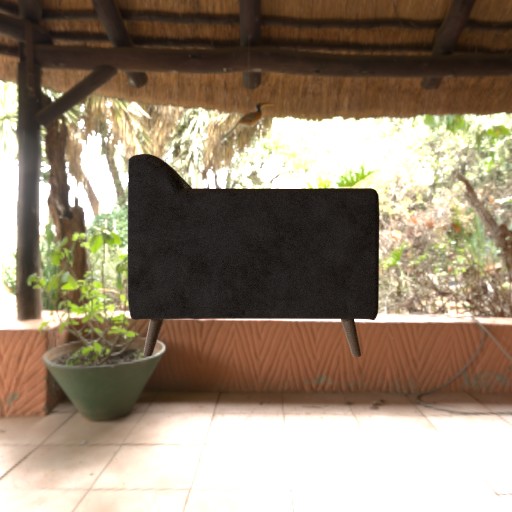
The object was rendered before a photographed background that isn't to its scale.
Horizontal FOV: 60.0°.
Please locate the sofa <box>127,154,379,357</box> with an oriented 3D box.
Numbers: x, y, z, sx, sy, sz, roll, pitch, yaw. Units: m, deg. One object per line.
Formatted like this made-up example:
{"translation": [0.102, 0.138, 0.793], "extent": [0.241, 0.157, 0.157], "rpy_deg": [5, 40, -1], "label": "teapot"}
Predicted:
{"translation": [0.000, 0.000, 2.642], "extent": [0.900, 0.740, 2.190], "rpy_deg": [0, 0, 1], "label": "sofa"}
